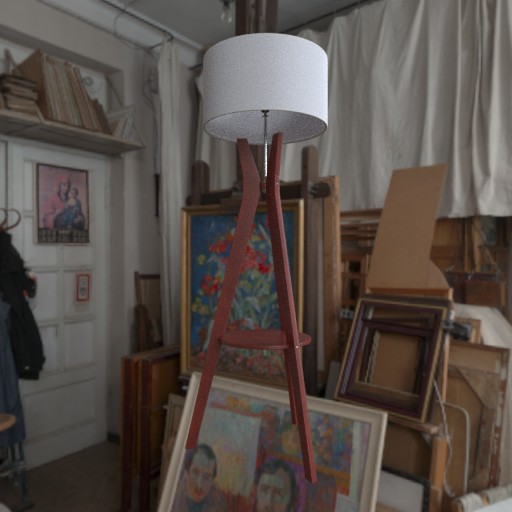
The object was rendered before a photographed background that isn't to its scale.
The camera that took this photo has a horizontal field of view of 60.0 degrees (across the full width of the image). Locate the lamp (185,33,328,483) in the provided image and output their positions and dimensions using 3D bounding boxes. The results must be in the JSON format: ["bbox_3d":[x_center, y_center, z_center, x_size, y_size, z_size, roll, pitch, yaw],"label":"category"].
[{"bbox_3d":[0.000,0.000,1.699,0.542,1.472,0.539,0,0,-1],"label":"lamp"}]
